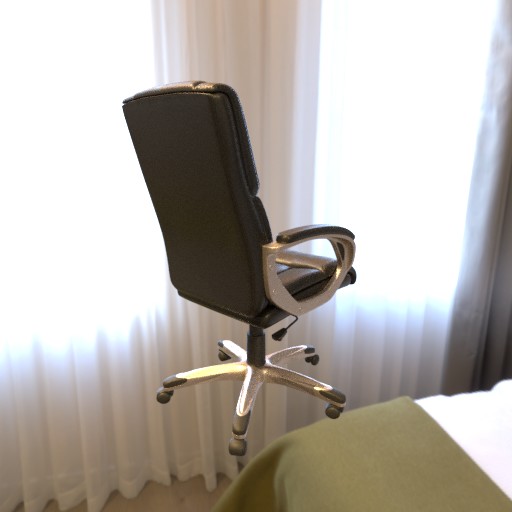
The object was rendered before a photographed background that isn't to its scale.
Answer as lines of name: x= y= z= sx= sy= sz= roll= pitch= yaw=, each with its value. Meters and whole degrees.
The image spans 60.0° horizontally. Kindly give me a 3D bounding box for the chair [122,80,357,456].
chair: x=0.000 y=0.000 z=1.654 sx=0.780 sy=1.145 sz=0.700 roll=-13 pitch=19 yaw=-43
